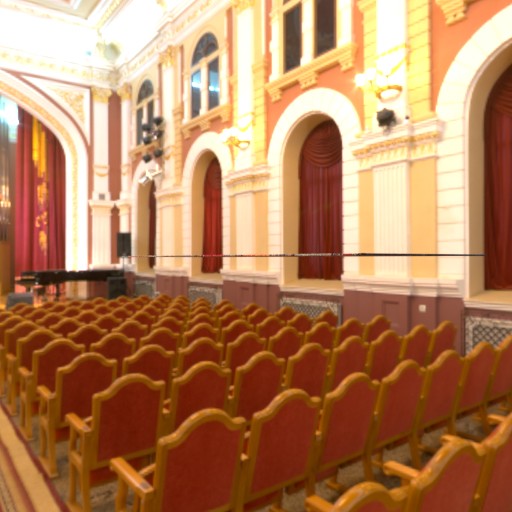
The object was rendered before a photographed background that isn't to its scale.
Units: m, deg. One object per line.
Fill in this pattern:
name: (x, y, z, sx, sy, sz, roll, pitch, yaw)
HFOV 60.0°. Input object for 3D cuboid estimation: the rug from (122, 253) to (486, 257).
rug: (0.000, 0.000, 2.688, 0.832, 0.008, 2.362, 0, 0, -36)
